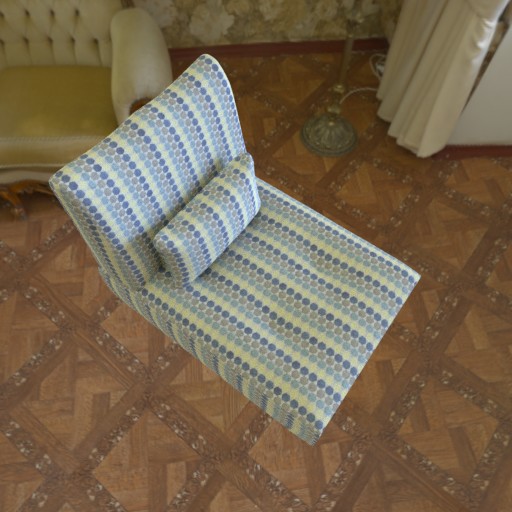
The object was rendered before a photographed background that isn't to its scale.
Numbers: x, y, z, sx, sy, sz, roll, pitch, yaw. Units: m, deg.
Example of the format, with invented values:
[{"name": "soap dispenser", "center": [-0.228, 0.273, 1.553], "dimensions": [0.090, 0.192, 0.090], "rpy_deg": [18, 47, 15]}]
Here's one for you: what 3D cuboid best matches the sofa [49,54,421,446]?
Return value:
[{"name": "sofa", "center": [0.000, 0.000, 1.537], "dimensions": [1.000, 0.820, 0.700], "rpy_deg": [33, 66, 17]}]
